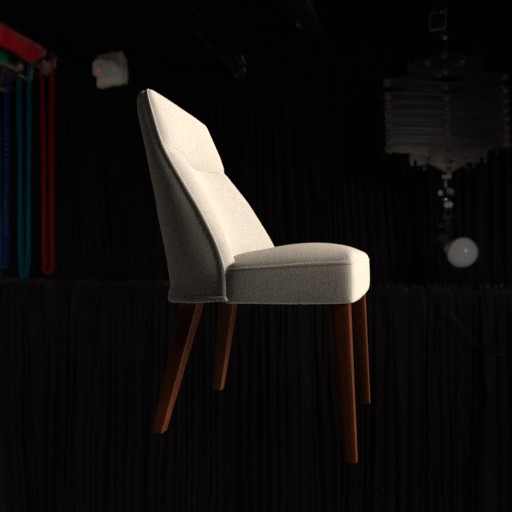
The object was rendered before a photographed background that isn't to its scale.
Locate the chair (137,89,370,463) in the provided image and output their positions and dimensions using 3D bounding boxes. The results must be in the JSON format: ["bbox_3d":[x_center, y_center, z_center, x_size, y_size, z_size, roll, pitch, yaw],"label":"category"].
[{"bbox_3d":[0.000,0.000,1.298,0.620,0.930,0.500,0,0,18],"label":"chair"}]
